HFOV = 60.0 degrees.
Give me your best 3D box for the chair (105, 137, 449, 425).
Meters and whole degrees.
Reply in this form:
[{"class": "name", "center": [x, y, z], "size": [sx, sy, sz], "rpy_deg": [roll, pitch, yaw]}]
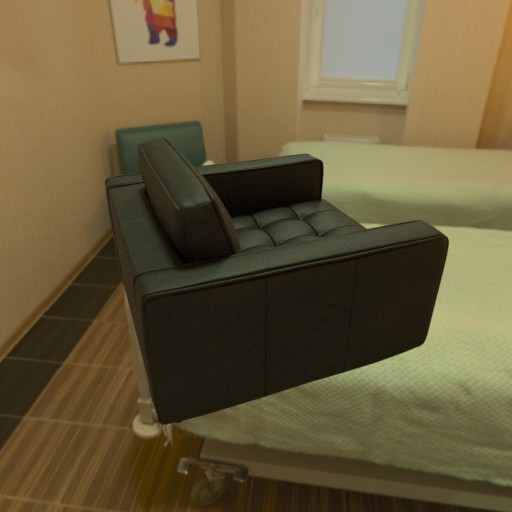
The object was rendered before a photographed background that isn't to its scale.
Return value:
[{"class": "chair", "center": [0.000, 0.000, 1.586], "size": [0.914, 0.763, 0.889], "rpy_deg": [-11, 32, -19]}]
